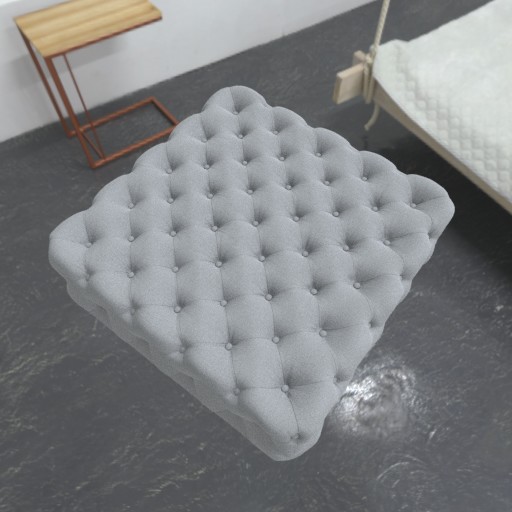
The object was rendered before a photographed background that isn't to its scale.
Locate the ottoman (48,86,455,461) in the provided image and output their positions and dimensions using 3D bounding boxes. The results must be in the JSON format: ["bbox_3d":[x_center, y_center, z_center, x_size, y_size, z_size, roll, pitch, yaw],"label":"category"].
[{"bbox_3d":[0.000,0.000,1.189,0.764,0.365,0.758,32,64,18],"label":"ottoman"}]
